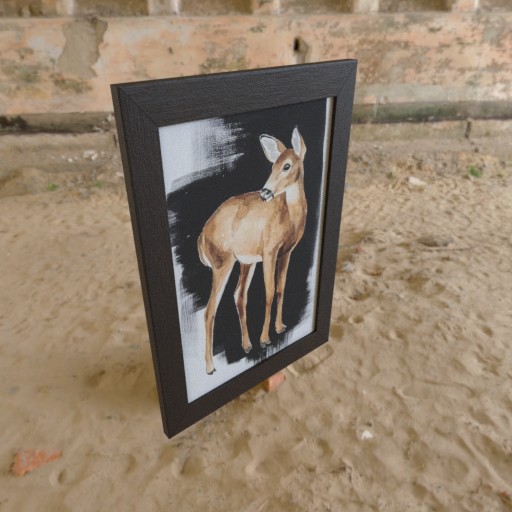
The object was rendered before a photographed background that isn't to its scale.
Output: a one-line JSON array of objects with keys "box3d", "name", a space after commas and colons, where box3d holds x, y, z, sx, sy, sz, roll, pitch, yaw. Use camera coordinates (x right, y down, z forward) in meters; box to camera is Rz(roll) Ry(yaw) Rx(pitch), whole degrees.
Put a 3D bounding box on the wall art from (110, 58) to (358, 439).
[{"box3d": [0.000, 0.000, 0.658, 0.359, 0.513, 0.017, -22, 37, -33], "name": "wall art"}]
